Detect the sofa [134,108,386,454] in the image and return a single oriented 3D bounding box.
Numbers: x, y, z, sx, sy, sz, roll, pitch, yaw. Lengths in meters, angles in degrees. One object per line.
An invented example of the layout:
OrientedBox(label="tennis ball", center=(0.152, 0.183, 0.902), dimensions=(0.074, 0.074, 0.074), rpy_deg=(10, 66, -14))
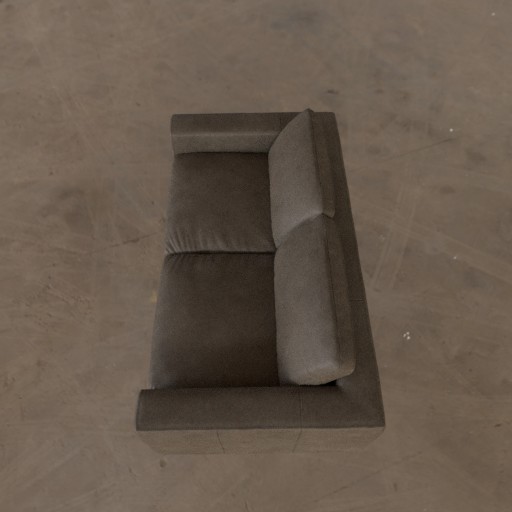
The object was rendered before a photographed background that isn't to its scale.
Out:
OrientedBox(label="sofa", center=(0.000, 0.000, 2.443), dimensions=(1.070, 0.800, 1.920), rpy_deg=(-1, 58, -1))
